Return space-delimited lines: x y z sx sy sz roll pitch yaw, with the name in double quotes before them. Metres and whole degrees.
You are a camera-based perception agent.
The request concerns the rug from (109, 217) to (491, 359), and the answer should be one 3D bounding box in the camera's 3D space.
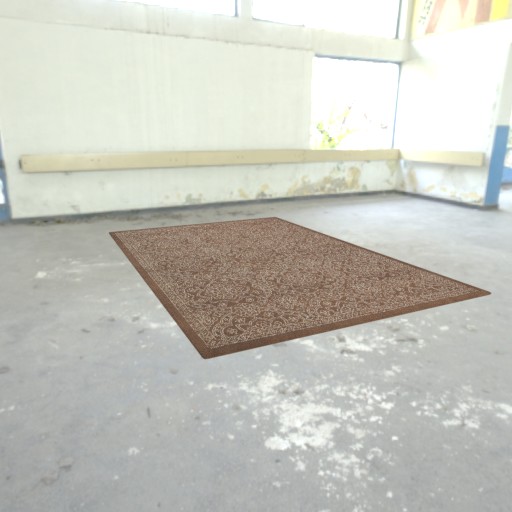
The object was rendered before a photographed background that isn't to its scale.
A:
"rug" 0.000 0.000 2.311 1.219 0.010 1.829 -7 17 -25
